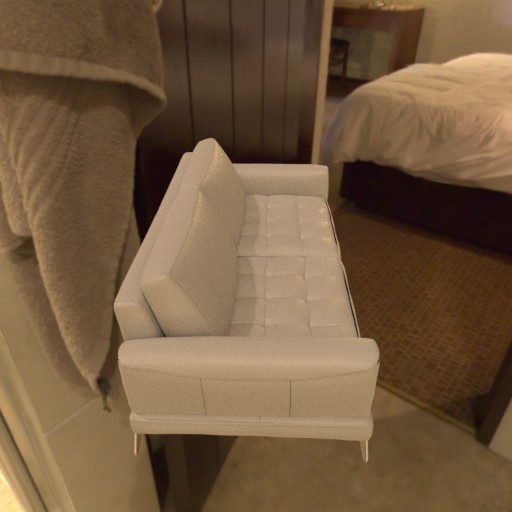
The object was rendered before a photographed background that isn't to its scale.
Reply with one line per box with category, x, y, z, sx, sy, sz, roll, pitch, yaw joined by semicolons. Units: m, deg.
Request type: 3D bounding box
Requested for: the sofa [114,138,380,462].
sofa;0.000;0.000;2.721;1.121;0.930;2.177;1;33;1
